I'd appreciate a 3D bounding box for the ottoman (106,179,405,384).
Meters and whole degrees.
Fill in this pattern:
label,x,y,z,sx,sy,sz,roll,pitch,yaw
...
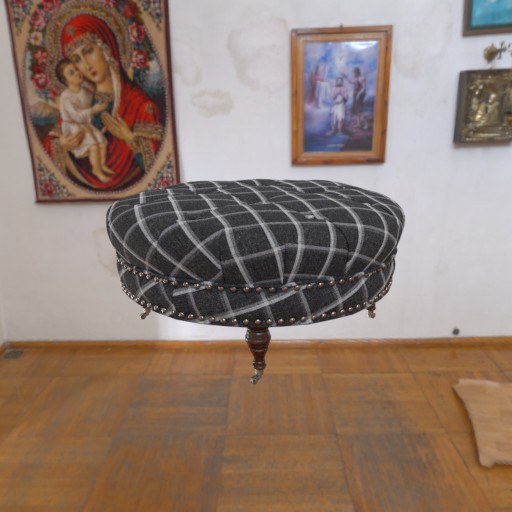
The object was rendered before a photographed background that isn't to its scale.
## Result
label,x,y,z,sx,sy,sz,roll,pitch,yaw
ottoman,0.000,0.000,1.426,0.901,0.439,0.901,0,17,0
